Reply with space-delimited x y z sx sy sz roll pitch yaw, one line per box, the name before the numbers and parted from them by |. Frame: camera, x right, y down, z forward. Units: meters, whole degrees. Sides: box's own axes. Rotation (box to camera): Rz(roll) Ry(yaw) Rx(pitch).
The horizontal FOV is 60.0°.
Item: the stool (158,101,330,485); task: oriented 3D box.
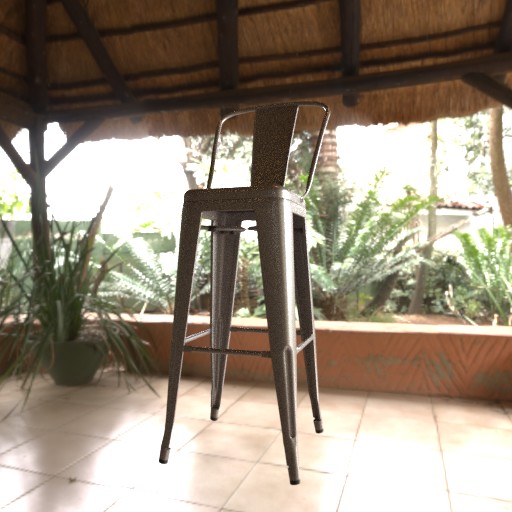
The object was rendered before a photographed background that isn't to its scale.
stool | 0.000 0.000 1.348 0.399 1.096 0.513 0 0 18
